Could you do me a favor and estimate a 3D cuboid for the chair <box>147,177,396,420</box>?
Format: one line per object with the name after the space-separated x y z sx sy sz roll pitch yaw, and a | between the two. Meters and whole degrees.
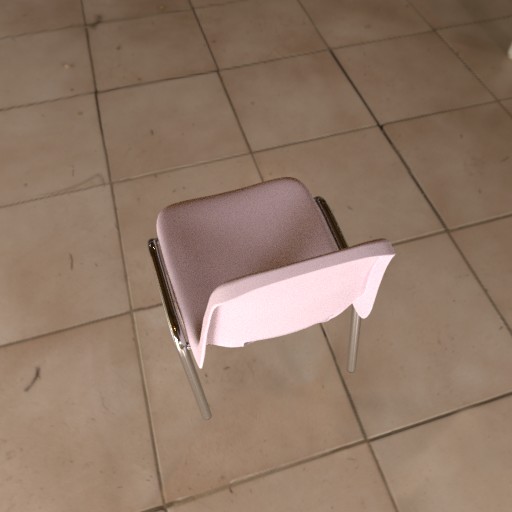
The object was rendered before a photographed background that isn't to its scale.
0.000 0.000 0.760 0.354 0.536 0.385 -15 59 -9 | chair
